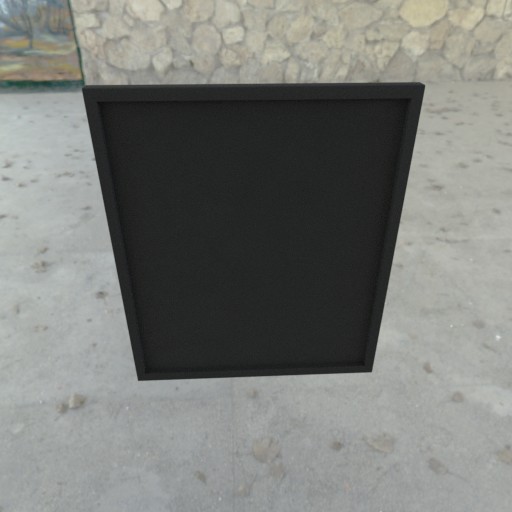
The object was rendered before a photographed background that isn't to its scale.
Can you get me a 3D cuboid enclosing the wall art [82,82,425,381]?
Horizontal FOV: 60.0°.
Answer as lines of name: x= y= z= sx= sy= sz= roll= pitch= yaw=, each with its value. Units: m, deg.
wall art: x=0.000 y=0.000 z=0.695 sx=0.432 sy=0.508 sz=0.021 roll=-1 pitch=31 yaw=-2
